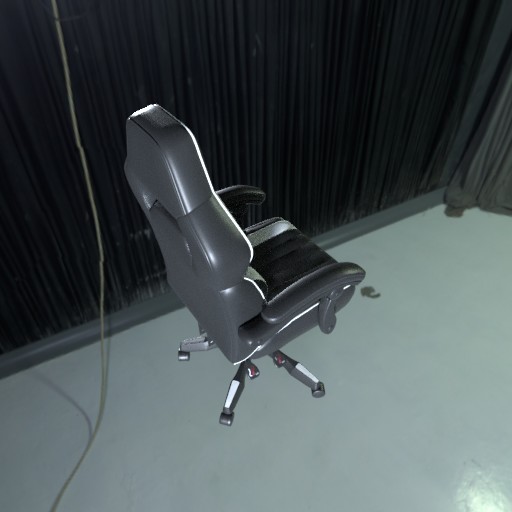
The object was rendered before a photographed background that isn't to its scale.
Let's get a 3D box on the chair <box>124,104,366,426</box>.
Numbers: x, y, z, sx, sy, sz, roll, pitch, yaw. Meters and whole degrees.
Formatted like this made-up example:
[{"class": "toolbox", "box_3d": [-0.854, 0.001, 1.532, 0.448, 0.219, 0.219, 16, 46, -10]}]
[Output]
[{"class": "chair", "box_3d": [0.000, 0.000, 1.612, 0.700, 1.200, 0.676, -25, 47, -25]}]
